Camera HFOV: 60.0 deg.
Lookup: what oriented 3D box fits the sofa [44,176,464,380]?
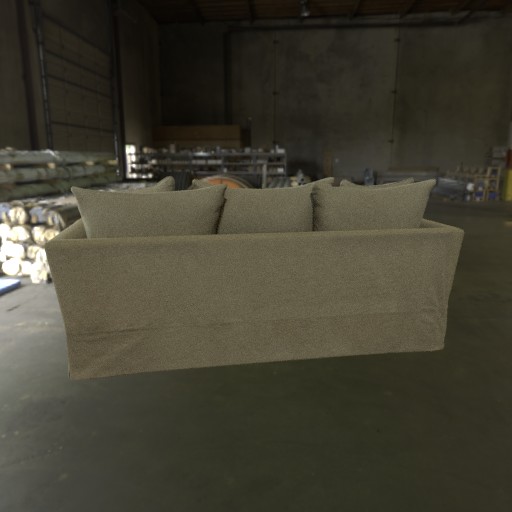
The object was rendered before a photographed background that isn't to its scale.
[{"bbox_3d":[0.000,0.000,2.872,2.290,1.034,1.031,-2,13,-10],"label":"sofa"}]
